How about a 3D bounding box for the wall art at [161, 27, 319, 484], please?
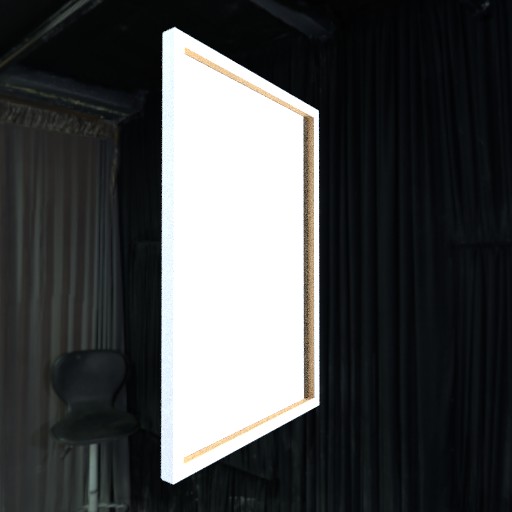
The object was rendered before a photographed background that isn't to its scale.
[{"bbox_3d":[0.000,0.000,1.141,0.038,0.912,0.607,-1,-1,36],"label":"wall art"}]
